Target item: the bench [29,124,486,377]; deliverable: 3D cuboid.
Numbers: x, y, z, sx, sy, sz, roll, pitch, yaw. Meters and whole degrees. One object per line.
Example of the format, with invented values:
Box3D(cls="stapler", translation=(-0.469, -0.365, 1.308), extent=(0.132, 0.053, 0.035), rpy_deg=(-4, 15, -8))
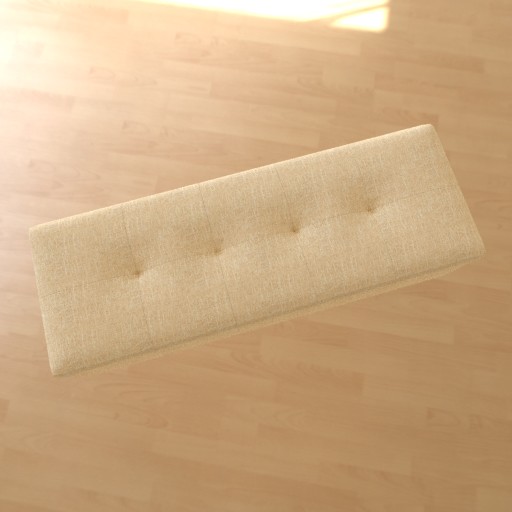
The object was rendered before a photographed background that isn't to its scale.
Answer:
Box3D(cls="bench", translation=(0.000, 0.000, 1.398), extent=(1.219, 0.406, 0.432), rpy_deg=(-15, 76, -4))
